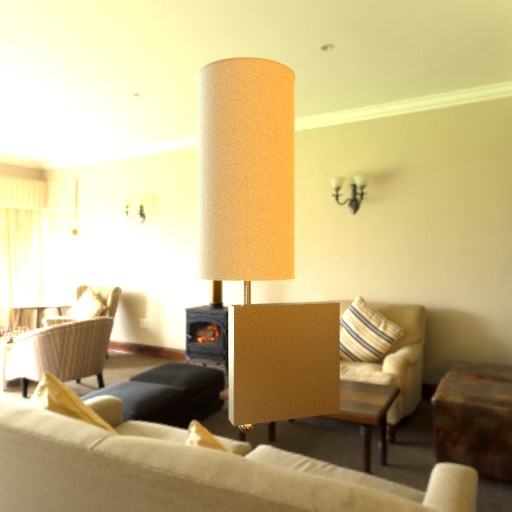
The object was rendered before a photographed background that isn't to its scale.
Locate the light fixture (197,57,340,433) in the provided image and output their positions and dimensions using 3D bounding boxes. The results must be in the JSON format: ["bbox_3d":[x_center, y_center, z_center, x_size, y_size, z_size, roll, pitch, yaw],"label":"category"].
[{"bbox_3d":[0.000,0.000,0.541,0.128,0.462,0.208,0,0,-19],"label":"light fixture"}]
